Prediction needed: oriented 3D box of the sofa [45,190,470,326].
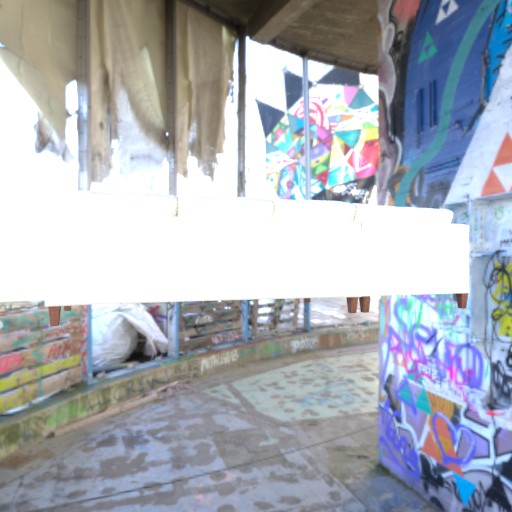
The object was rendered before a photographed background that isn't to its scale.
[{"bbox_3d":[0.000,0.000,3.905,3.186,0.861,1.625,0,0,-18],"label":"sofa"}]
